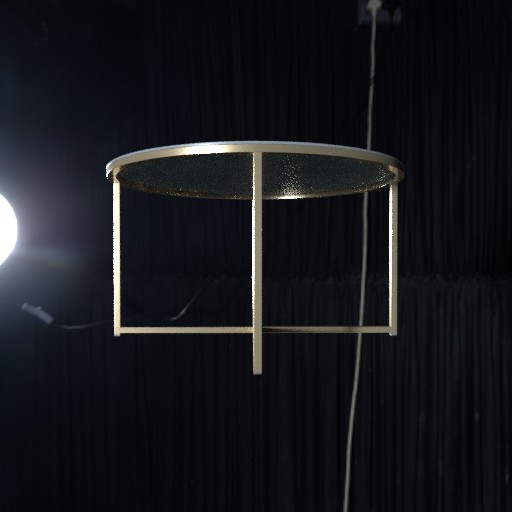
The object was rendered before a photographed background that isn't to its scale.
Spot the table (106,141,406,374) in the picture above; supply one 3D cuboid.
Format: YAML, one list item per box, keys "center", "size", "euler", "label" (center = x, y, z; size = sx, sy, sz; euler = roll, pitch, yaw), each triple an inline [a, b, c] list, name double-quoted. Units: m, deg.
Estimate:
- center: [0.000, 0.000, 1.253]
  size: [0.800, 0.450, 0.800]
  euler: [0, 1, 0]
  label: "table"
